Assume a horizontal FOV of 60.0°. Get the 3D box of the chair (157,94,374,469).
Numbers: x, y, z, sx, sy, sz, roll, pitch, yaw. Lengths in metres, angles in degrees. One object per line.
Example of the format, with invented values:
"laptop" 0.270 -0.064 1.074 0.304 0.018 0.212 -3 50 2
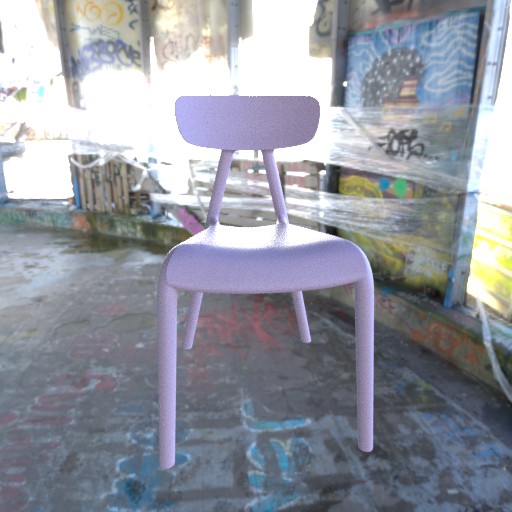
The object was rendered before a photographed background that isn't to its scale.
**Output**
"chair" 0.000 0.000 0.828 0.356 0.580 0.401 -2 18 -6
